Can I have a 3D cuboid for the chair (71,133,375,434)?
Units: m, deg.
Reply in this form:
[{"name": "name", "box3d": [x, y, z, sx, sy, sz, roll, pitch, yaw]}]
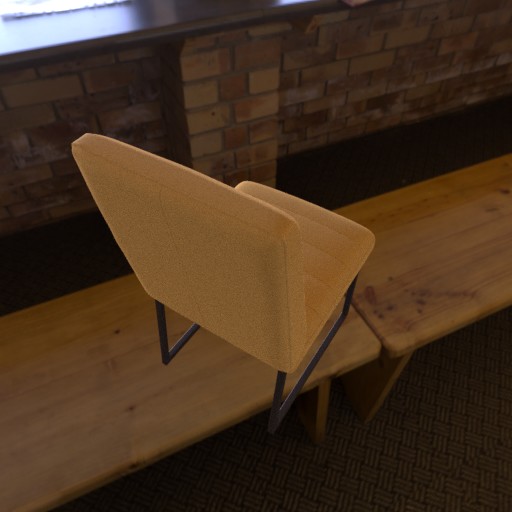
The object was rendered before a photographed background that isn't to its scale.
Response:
[{"name": "chair", "box3d": [0.000, 0.000, 1.298, 0.520, 0.930, 0.634, 26, 52, 22]}]
